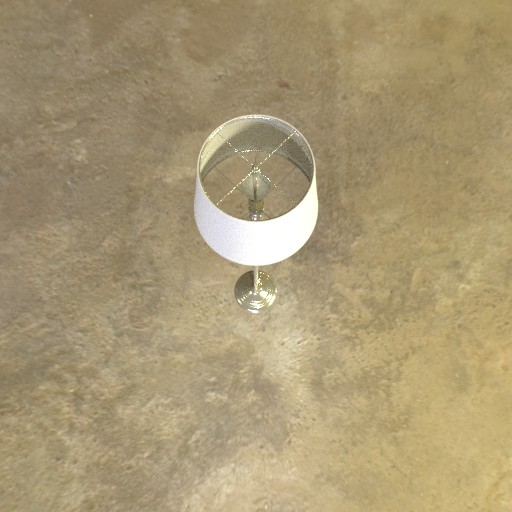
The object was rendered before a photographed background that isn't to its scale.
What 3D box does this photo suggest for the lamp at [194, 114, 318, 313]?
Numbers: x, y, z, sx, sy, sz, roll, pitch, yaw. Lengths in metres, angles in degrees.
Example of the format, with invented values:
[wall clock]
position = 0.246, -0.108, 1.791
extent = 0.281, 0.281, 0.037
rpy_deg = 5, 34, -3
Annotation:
[lamp]
position = 0.000, 0.000, 1.676
extent = 0.327, 1.506, 0.327
rpy_deg = 0, 75, 0
